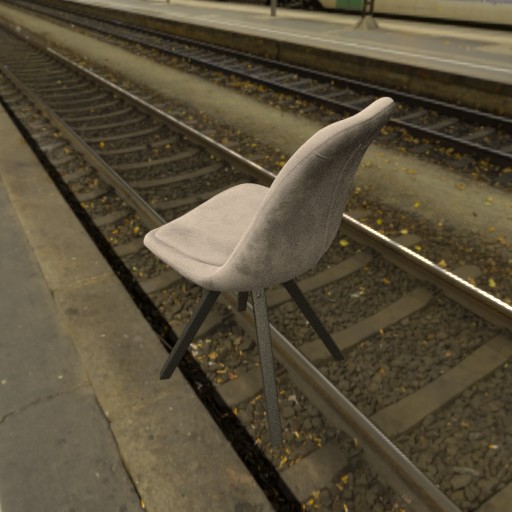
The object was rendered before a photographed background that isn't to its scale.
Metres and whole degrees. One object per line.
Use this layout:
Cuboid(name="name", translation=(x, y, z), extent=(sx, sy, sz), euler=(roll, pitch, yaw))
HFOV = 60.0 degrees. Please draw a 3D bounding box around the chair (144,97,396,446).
Cuboid(name="chair", translation=(0.000, 0.000, 1.198), extent=(0.550, 0.850, 0.485), euler=(21, 38, 29))
